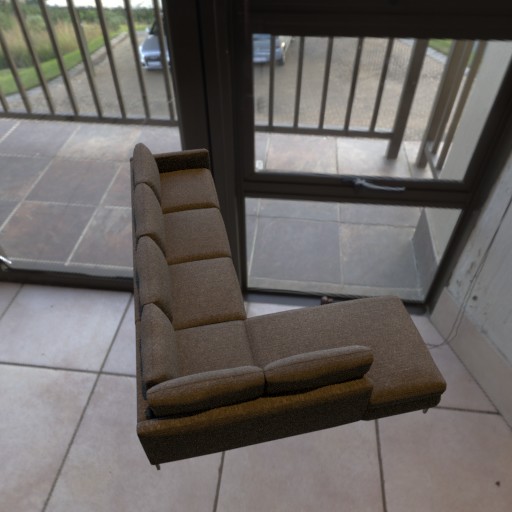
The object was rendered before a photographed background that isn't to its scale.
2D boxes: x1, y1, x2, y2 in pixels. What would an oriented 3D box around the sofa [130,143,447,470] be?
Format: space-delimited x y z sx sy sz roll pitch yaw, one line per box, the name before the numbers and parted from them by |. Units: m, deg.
sofa | 0.000 0.000 3.782 2.007 0.815 2.949 -9 46 -8
